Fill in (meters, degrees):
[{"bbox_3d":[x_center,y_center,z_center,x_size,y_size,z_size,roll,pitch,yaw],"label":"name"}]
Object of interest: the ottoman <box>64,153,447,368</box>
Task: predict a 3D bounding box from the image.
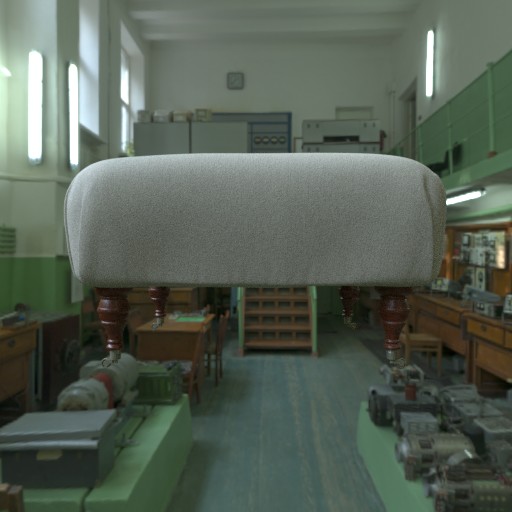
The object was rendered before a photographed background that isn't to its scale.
[{"bbox_3d":[0.000,0.000,1.119,0.746,0.450,0.639,0,1,0],"label":"ottoman"}]
